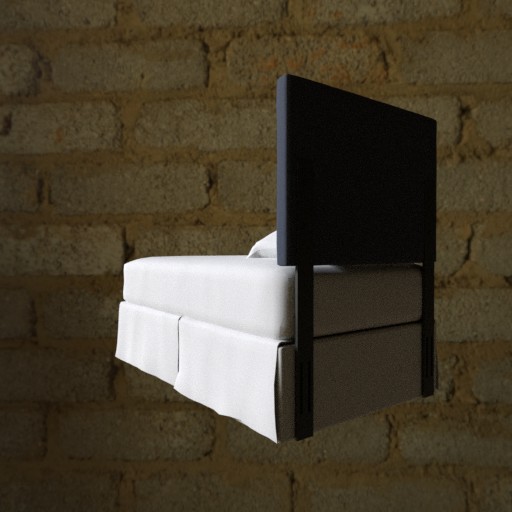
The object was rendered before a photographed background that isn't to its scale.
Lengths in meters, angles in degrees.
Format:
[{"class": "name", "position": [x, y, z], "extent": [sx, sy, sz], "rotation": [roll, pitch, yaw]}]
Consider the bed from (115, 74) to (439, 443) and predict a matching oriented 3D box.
[{"class": "bed", "position": [0.000, 0.000, 2.986], "extent": [1.261, 1.571, 1.997], "rotation": [0, 1, -37]}]
